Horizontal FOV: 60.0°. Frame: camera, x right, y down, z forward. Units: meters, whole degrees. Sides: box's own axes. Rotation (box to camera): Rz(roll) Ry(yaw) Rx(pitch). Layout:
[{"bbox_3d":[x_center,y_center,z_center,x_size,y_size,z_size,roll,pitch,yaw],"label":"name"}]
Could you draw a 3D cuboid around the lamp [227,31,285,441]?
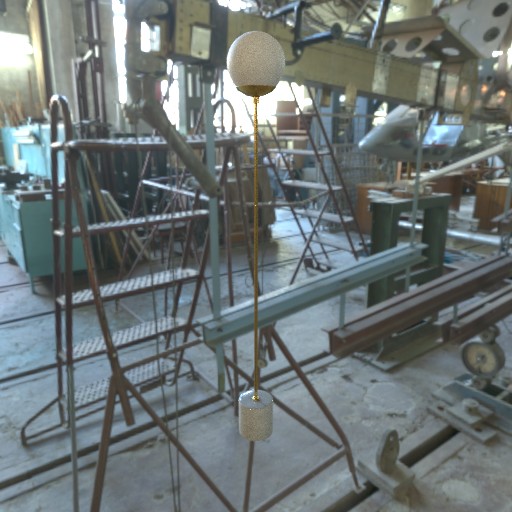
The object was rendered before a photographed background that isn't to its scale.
[{"bbox_3d":[0.000,0.000,1.905,0.224,1.753,0.224,2,16,8],"label":"lamp"}]
